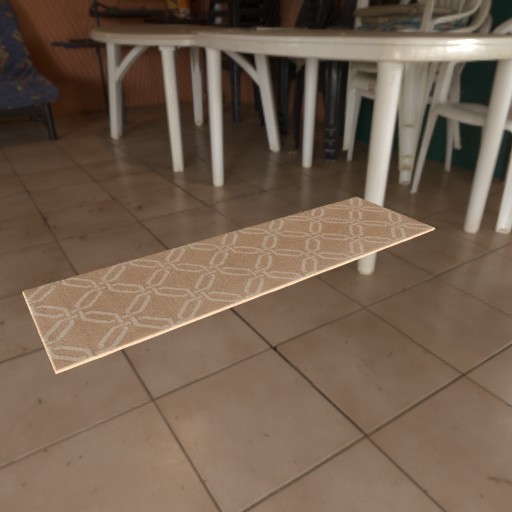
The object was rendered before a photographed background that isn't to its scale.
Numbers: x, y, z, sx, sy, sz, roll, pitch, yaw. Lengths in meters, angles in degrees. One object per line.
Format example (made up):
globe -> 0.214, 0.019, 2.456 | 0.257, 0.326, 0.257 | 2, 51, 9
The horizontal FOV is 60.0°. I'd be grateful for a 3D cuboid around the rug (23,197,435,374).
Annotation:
rug -> 0.000, 0.000, 2.463 | 2.276, 0.014, 0.678 | -18, 33, -30
